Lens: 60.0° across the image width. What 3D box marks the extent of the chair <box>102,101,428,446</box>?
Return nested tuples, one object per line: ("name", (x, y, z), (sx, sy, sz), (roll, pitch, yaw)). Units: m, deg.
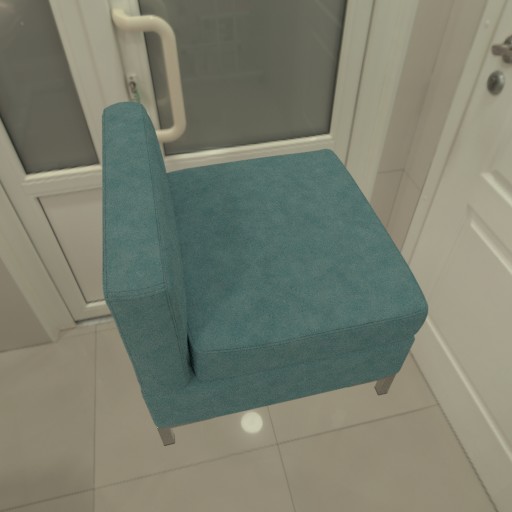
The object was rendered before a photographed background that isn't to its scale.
("chair", (0.000, 0.000, 1.215), (0.685, 0.660, 0.684), (-10, 48, -9))
